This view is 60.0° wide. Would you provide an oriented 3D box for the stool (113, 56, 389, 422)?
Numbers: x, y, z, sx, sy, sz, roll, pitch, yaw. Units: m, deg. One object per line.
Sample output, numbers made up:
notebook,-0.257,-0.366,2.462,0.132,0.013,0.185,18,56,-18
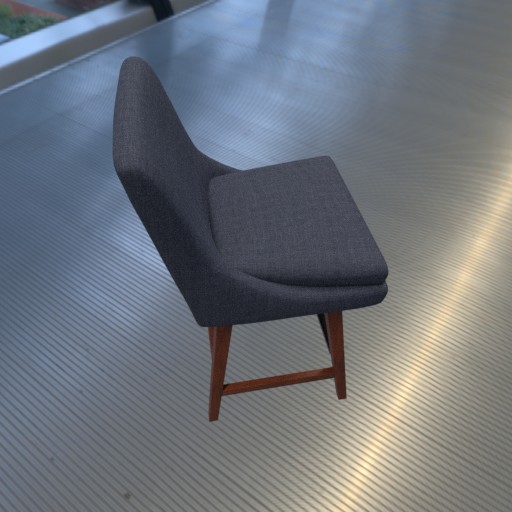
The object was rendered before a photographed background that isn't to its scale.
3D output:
stool,0.000,0.000,1.141,0.524,0.895,0.467,-7,46,-7
